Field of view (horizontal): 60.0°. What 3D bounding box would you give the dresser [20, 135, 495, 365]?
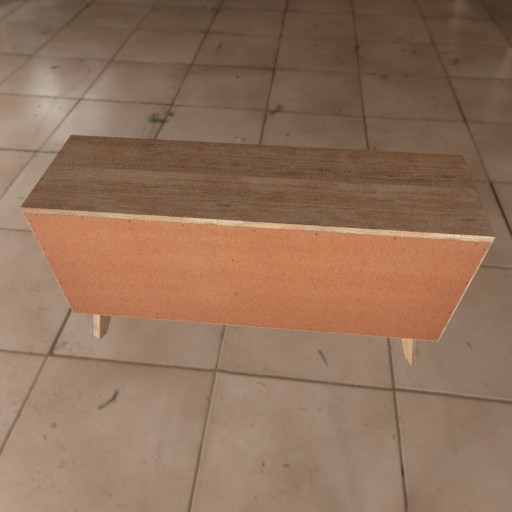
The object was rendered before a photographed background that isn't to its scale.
[{"bbox_3d":[0.000,0.000,1.890,1.554,0.805,0.455,4,47,4],"label":"dresser"}]
